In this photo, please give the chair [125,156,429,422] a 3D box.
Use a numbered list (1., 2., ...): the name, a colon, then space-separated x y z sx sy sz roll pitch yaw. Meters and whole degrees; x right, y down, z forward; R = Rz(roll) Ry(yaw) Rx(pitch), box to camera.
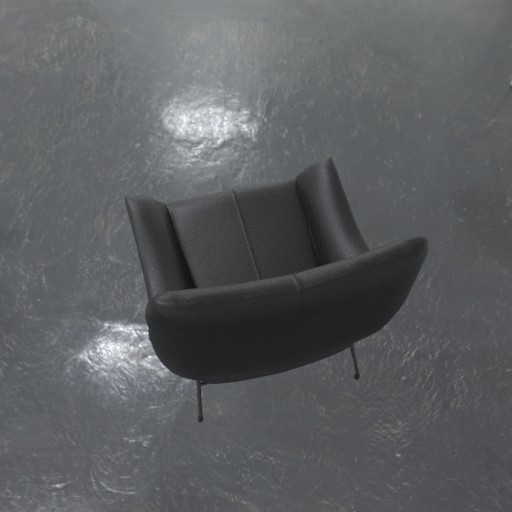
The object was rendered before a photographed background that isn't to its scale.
1. chair: 0.000 0.000 1.555 0.836 0.922 0.826 -13 58 -8
